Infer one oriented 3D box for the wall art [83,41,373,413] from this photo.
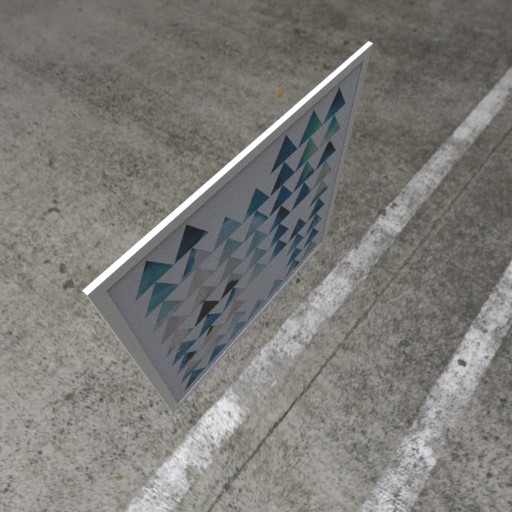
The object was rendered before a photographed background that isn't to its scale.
[{"bbox_3d":[0.000,0.000,0.661,0.007,0.456,0.456,35,65,19],"label":"wall art"}]
